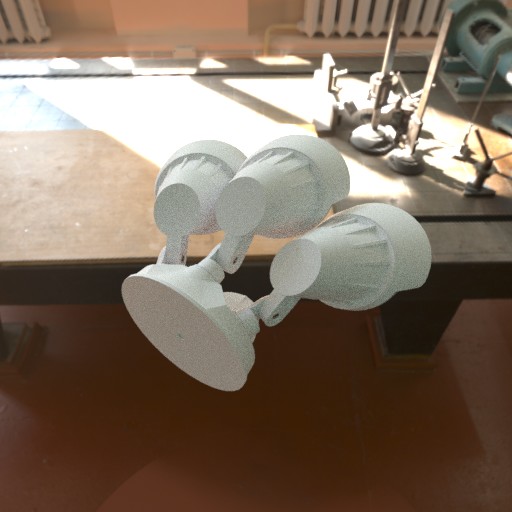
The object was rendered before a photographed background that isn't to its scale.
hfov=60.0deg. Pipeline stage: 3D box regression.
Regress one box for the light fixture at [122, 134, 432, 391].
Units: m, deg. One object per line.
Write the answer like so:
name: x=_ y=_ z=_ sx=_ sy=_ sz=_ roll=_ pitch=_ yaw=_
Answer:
light fixture: x=0.000 y=0.000 z=0.534 sx=0.369 sy=0.237 sz=0.278 roll=26 pitch=52 yaw=22
